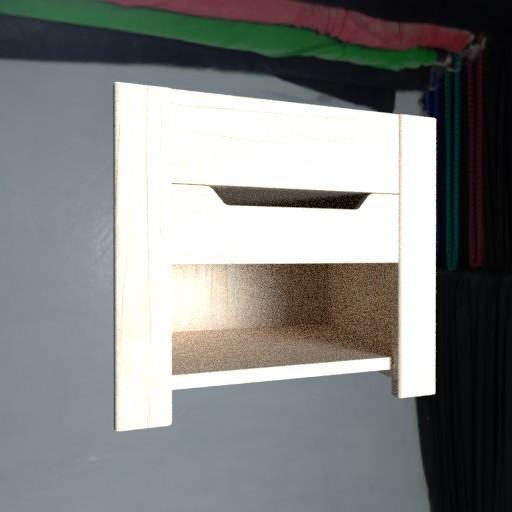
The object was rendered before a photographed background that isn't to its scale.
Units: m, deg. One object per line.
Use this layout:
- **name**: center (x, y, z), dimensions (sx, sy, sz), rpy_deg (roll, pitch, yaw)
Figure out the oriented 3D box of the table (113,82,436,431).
- **table**: center (0.000, 0.000, 0.930), dimensions (0.570, 0.510, 0.420), rpy_deg (0, 0, -18)
